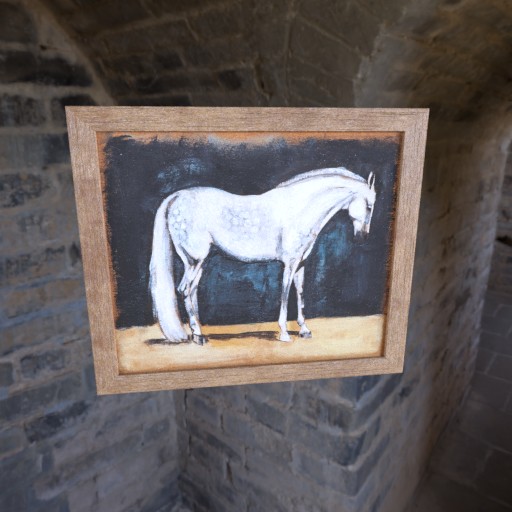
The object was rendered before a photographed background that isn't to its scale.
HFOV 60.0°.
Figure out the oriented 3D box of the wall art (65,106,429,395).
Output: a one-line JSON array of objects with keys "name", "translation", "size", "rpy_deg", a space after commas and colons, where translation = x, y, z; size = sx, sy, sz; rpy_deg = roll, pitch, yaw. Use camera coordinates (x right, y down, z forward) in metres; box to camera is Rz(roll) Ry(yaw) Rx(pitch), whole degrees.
[{"name": "wall art", "translation": [0.000, 0.000, 0.925], "size": [0.690, 0.588, 0.026], "rpy_deg": [-2, 16, -7]}]
